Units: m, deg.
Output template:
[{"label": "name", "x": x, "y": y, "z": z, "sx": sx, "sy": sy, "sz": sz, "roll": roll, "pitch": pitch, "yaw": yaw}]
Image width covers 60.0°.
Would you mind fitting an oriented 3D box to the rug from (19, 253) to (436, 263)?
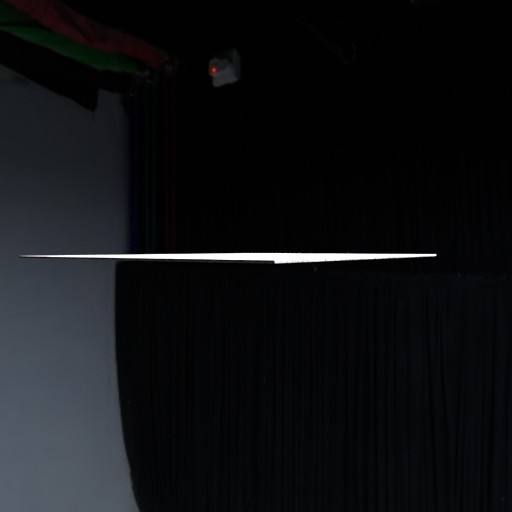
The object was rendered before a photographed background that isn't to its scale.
[{"label": "rug", "x": 0.000, "y": 0.000, "z": 3.901, "sx": 2.317, "sy": 0.016, "sz": 2.959, "roll": 1, "pitch": 1, "yaw": 35}]
